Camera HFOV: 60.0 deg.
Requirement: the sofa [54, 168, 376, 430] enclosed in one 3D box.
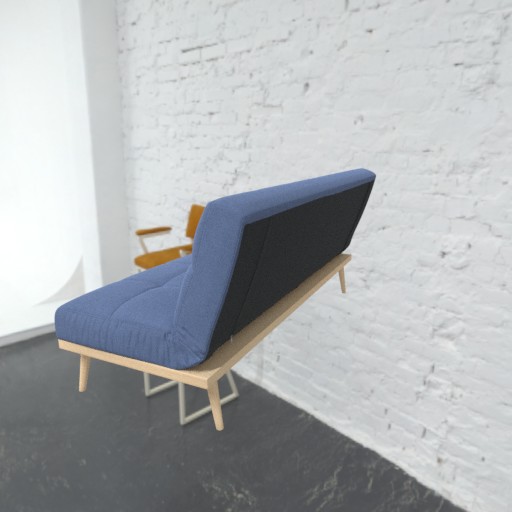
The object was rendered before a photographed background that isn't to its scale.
[{"bbox_3d":[0.000,0.000,2.218,0.796,0.800,1.800,7,16,25],"label":"sofa"}]
